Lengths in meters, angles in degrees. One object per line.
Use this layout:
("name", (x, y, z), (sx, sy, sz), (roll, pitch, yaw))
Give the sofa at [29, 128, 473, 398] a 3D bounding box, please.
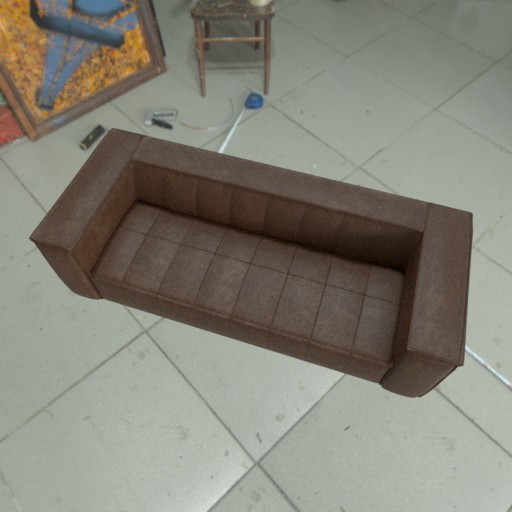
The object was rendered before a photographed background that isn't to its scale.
("sofa", (0.000, 0.000, 2.995), (2.581, 0.701, 1.102), (15, 59, 10))
